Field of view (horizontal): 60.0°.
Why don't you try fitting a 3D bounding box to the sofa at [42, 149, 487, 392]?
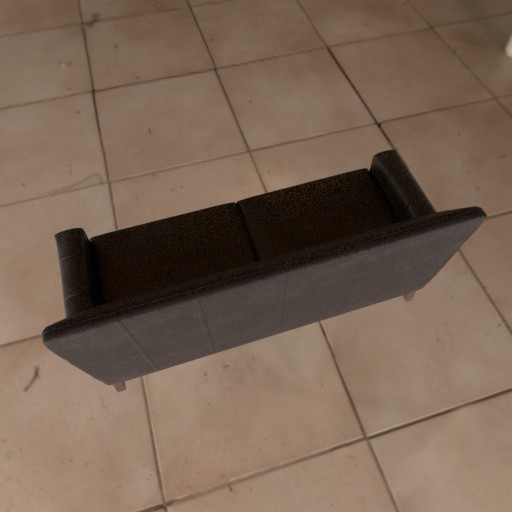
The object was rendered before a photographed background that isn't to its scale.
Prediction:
[{"bbox_3d":[0.000,0.000,2.498,2.053,0.947,0.805,-15,59,-9],"label":"sofa"}]
